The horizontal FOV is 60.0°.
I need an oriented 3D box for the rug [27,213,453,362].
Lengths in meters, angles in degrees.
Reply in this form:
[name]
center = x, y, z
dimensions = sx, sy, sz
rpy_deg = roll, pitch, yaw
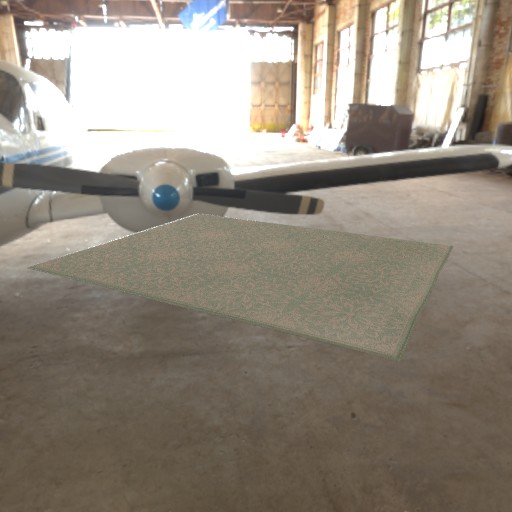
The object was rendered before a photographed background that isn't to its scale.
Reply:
[rug]
center = 0.000, 0.000, 3.917
dimensions = 2.980, 0.012, 2.363
rpy_deg = 10, 20, 28
